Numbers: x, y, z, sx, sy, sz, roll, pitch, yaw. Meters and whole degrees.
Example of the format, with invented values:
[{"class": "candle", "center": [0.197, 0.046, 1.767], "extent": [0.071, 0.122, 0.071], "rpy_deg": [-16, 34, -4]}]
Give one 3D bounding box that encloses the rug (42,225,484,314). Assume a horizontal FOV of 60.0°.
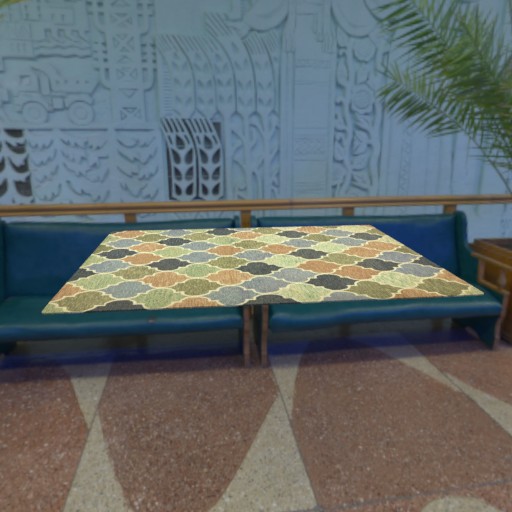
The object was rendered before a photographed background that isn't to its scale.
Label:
[{"class": "rug", "center": [0.000, 0.000, 4.317], "extent": [3.200, 0.013, 2.439], "rpy_deg": [-2, 16, -6]}]
